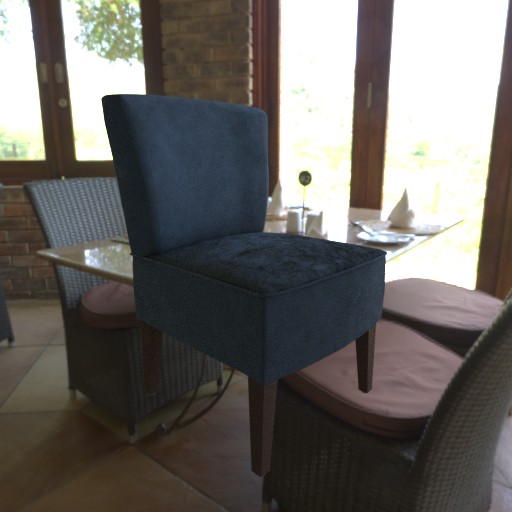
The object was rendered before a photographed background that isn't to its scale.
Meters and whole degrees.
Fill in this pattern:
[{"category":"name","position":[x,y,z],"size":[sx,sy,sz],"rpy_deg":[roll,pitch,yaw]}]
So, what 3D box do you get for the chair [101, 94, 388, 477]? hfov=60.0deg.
[{"category":"chair","position":[0.000,0.000,1.150],"size":[0.551,0.806,0.521],"rpy_deg":[12,18,41]}]
